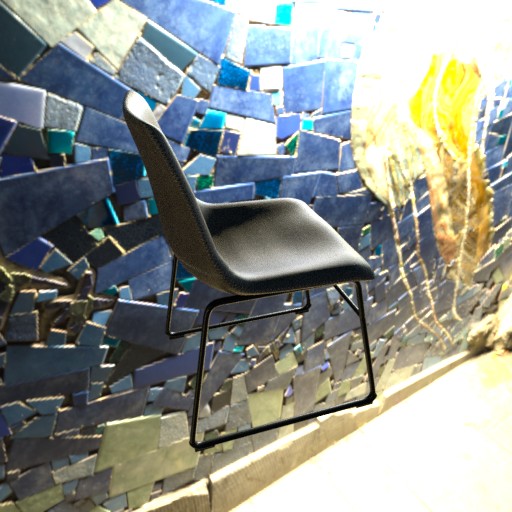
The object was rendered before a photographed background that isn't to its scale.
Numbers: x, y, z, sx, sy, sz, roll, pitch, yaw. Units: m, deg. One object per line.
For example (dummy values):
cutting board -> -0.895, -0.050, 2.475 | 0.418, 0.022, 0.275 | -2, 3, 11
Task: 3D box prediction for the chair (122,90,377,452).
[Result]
chair -> 0.000, 0.000, 1.134 | 0.550, 0.780, 0.460 | -9, 31, -15
